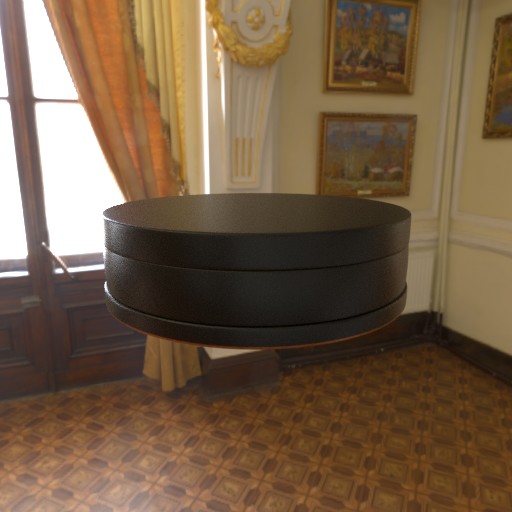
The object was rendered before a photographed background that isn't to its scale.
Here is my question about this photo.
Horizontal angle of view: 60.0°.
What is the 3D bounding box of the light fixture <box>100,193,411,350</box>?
[{"bbox_3d":[0.000,0.000,0.433,0.283,0.097,0.283,0,13,0],"label":"light fixture"}]
